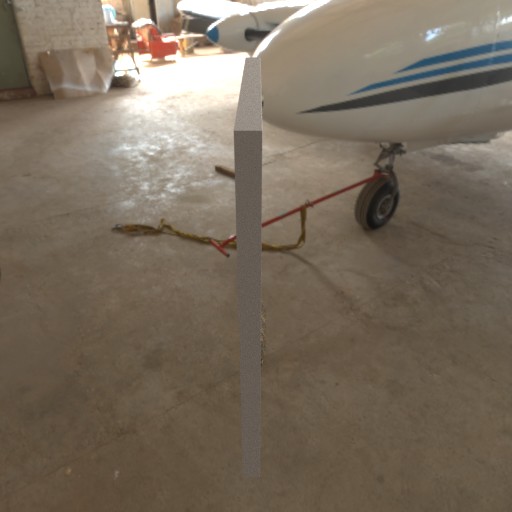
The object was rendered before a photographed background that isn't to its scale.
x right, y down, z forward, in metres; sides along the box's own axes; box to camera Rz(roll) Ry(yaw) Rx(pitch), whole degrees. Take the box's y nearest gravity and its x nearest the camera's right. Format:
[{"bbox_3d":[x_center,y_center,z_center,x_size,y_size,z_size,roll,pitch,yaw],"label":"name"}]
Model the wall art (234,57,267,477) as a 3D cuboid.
[{"bbox_3d":[0.000,0.000,1.029,0.055,0.763,0.611,0,32,0],"label":"wall art"}]
